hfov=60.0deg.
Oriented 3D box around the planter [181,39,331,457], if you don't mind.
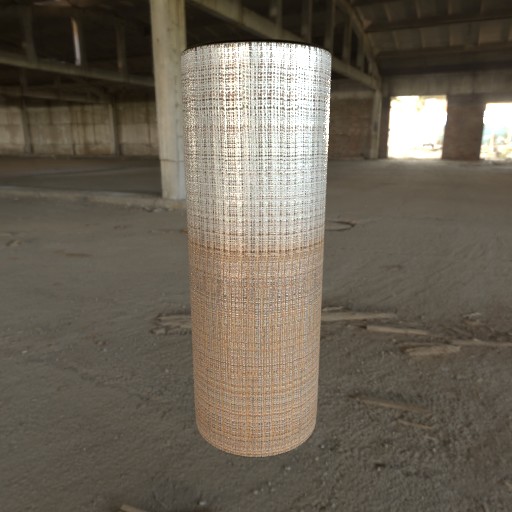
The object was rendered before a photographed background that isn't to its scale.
[{"bbox_3d":[0.000,0.000,0.330,0.099,0.278,0.099,7,17,24],"label":"planter"}]
